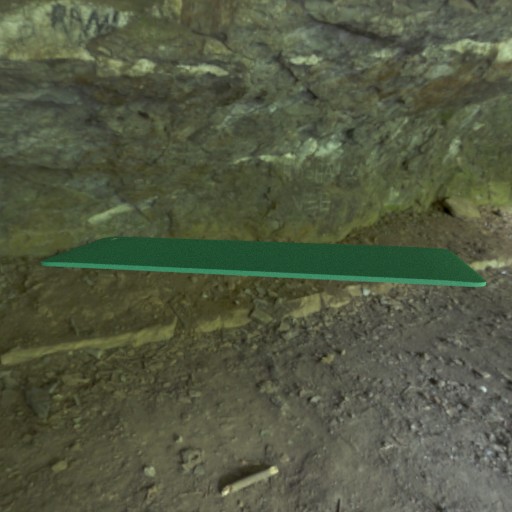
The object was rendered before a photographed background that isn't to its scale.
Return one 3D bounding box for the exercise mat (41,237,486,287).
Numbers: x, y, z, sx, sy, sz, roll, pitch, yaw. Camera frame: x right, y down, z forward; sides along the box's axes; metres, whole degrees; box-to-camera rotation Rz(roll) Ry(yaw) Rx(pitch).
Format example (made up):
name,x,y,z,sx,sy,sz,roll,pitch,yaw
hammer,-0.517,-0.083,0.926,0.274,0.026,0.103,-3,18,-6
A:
name,x,y,z,sx,sy,sz,roll,pitch,yaw
exercise mat,0.000,0.000,2.090,1.869,0.021,0.616,2,13,10
